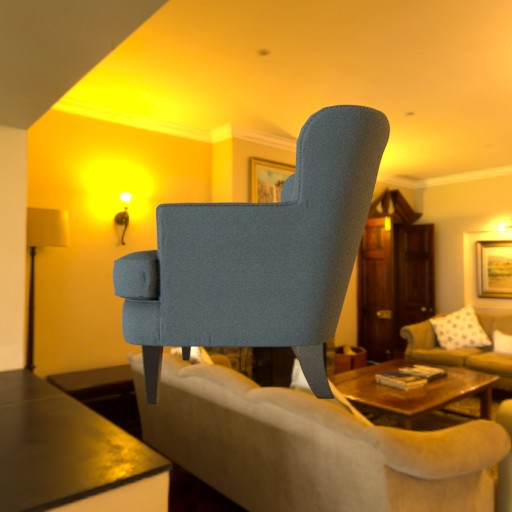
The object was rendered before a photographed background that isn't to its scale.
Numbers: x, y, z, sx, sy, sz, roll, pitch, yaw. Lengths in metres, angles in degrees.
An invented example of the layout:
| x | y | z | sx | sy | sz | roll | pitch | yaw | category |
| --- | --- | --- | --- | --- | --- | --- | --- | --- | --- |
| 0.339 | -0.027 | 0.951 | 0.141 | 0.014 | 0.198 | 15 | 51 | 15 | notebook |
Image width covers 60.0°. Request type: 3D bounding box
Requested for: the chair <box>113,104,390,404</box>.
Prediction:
| x | y | z | sx | sy | sz | roll | pitch | yaw | category |
| --- | --- | --- | --- | --- | --- | --- | --- | --- | --- |
| 0.000 | 0.000 | 1.597 | 0.906 | 0.868 | 0.848 | 0 | -2 | 0 | chair |
